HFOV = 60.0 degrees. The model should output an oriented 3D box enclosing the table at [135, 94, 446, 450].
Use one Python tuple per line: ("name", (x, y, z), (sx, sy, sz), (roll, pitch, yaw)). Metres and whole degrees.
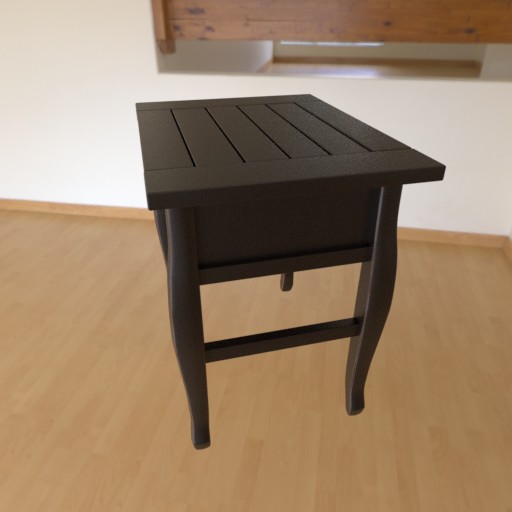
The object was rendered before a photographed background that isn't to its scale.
("table", (0.000, 0.000, 1.045), (0.460, 0.604, 0.602), (-8, 31, -13))
